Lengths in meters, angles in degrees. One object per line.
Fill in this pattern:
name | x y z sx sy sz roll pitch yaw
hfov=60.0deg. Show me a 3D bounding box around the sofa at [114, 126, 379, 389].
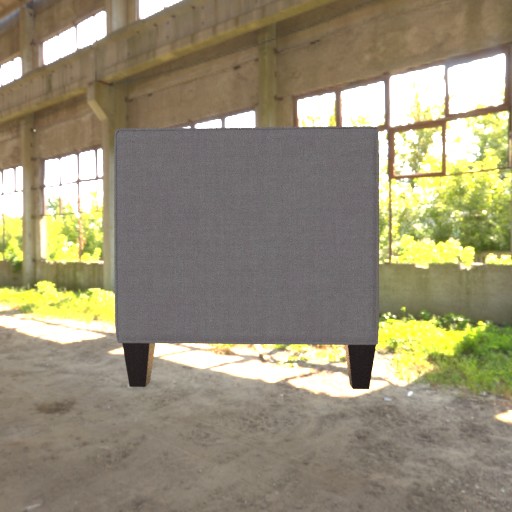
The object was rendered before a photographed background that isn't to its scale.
sofa | 0.000 0.000 2.159 0.775 0.762 1.778 0 0 2
